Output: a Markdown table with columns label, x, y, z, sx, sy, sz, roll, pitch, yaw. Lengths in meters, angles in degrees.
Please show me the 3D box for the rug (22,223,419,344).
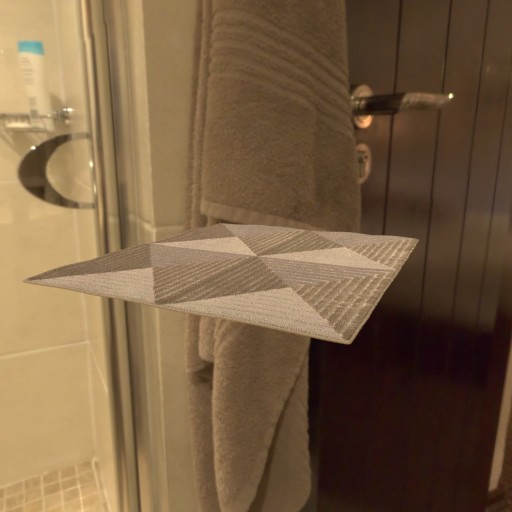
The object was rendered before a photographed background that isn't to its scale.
| label | x | y | z | sx | sy | sz | roll | pitch | yaw |
| --- | --- | --- | --- | --- | --- | --- | --- | --- | --- |
| rug | 0.000 | 0.000 | 0.885 | 0.551 | 0.008 | 0.642 | 7 | 15 | 25 |
